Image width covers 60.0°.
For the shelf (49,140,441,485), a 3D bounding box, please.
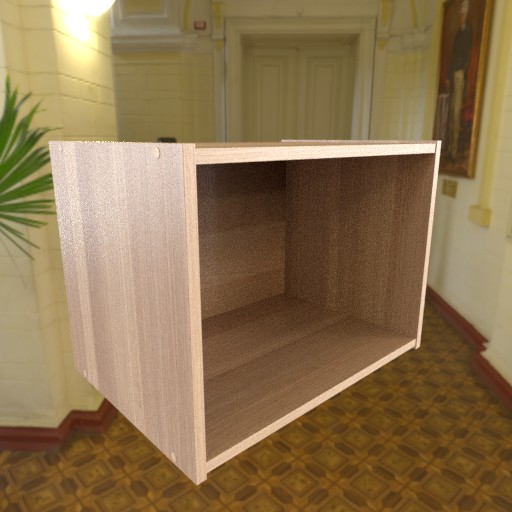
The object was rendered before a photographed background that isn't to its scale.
[{"bbox_3d":[0.000,0.000,0.606,0.415,0.305,0.290,-13,20,-41],"label":"shelf"}]
